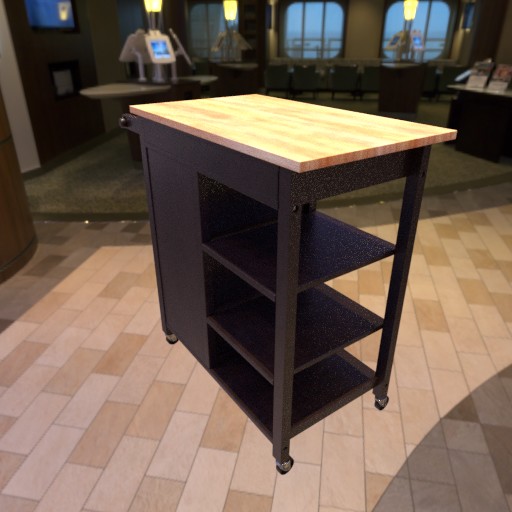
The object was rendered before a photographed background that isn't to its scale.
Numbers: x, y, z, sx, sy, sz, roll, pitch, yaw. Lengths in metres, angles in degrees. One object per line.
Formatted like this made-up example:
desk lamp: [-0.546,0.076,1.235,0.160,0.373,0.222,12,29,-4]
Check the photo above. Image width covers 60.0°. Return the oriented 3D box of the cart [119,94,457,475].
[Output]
cart: [0.000,0.000,1.415,0.472,0.878,0.914,-18,32,-31]
